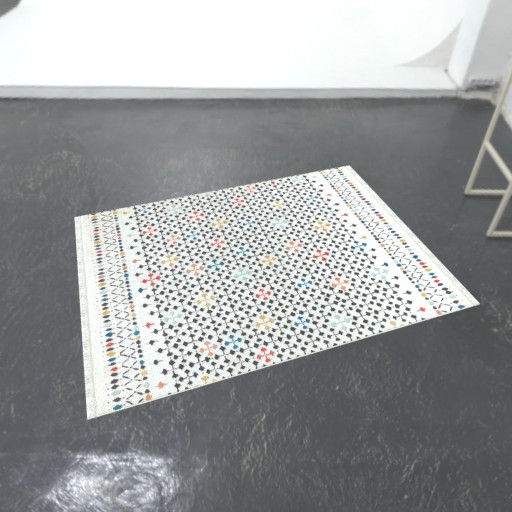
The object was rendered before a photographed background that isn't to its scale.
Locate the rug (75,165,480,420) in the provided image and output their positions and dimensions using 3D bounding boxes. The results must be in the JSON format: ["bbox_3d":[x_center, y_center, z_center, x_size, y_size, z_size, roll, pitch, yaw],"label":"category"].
[{"bbox_3d":[0.000,0.000,4.182,3.196,0.007,2.354,-13,44,-14],"label":"rug"}]
